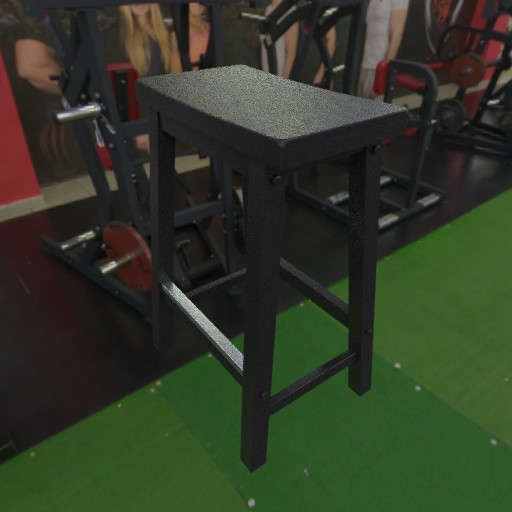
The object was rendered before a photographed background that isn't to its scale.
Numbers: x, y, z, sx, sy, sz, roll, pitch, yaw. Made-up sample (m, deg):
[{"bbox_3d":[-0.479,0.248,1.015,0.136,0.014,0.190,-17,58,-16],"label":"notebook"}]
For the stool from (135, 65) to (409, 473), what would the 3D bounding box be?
[{"bbox_3d":[0.000,0.000,0.855,0.322,0.610,0.406,-22,39,-30],"label":"stool"}]
